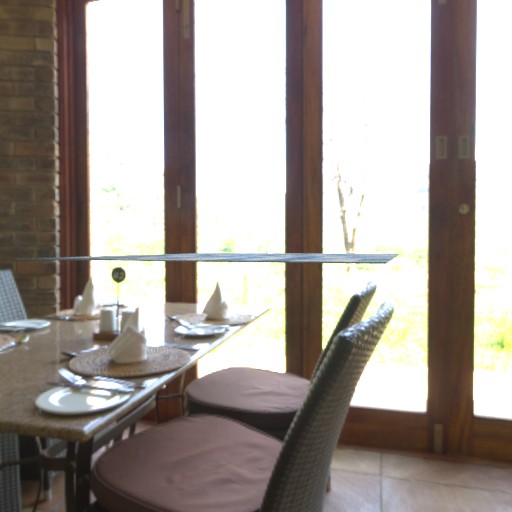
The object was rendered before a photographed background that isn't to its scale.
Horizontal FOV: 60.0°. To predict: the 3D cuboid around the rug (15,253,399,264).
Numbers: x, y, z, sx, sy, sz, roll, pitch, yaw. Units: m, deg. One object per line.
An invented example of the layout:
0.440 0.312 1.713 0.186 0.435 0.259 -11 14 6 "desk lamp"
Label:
0.000 0.000 4.043 2.440 0.008 3.036 0 1 19 "rug"
